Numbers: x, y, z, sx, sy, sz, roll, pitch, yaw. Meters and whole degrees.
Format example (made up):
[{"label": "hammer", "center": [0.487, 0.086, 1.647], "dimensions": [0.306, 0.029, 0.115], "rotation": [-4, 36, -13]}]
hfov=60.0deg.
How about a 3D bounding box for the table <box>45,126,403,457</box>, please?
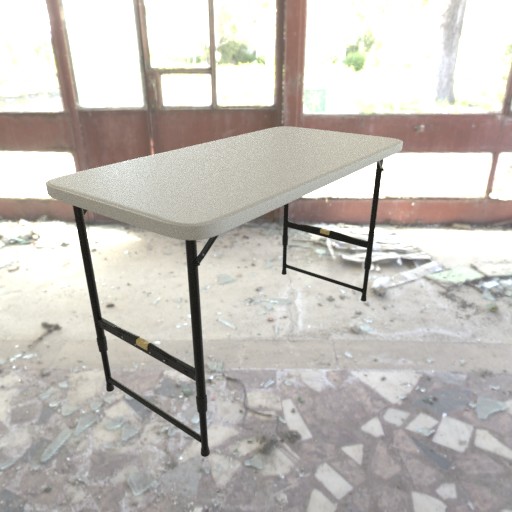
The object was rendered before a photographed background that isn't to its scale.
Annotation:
[{"label": "table", "center": [0.000, 0.000, 1.643], "dimensions": [0.610, 0.737, 1.219], "rotation": [18, 30, 33]}]
